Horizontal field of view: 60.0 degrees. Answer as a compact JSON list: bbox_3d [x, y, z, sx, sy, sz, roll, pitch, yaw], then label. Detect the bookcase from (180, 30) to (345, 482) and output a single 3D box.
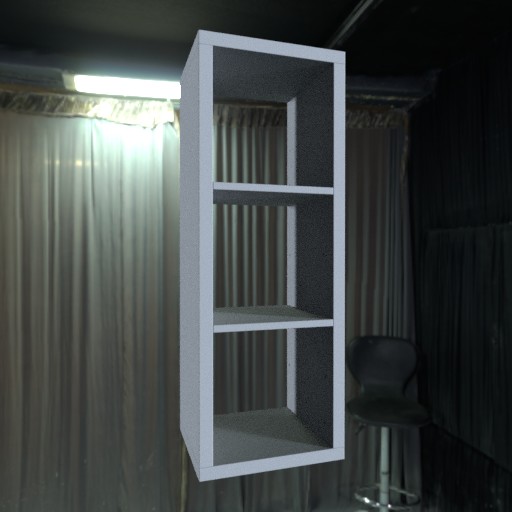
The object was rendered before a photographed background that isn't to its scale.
[{"bbox_3d":[0.000,0.000,1.274,0.390,1.080,0.330,0,1,-18],"label":"bookcase"}]
